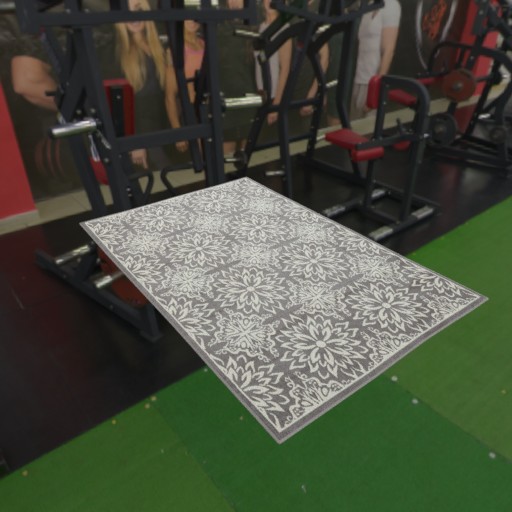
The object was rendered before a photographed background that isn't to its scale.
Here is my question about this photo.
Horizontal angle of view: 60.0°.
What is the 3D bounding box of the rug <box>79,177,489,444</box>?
[{"bbox_3d":[0.000,0.000,2.300,1.224,0.012,1.847,-22,38,-31],"label":"rug"}]
